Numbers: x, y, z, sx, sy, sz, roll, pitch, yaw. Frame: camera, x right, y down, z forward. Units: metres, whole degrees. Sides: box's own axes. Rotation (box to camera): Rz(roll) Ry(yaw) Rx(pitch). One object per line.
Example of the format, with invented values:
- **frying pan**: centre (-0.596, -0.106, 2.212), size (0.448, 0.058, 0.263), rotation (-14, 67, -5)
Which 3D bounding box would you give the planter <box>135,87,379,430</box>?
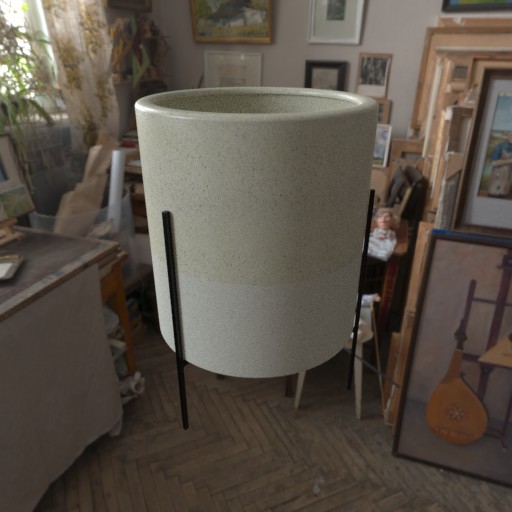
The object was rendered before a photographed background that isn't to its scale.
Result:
- **planter**: centre (0.000, 0.000, 0.711), size (0.324, 0.483, 0.333), rotation (-8, 27, -16)
